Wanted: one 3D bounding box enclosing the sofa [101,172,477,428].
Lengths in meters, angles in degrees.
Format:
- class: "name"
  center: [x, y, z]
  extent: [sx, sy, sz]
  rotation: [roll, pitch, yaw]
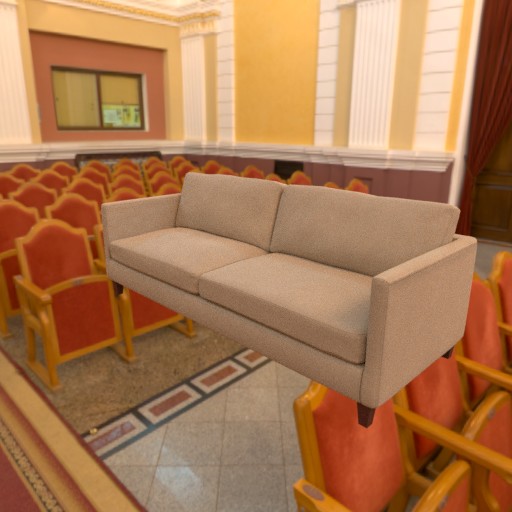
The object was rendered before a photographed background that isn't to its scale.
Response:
- class: "sofa"
  center: [0.000, 0.000, 2.892]
  extent: [0.988, 0.912, 2.404]
  rotation: [-16, 23, -42]
